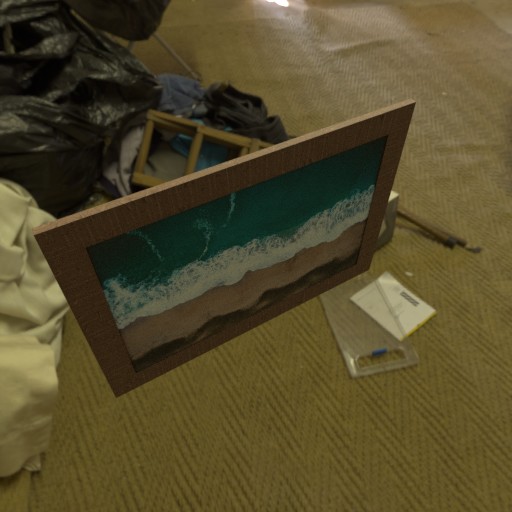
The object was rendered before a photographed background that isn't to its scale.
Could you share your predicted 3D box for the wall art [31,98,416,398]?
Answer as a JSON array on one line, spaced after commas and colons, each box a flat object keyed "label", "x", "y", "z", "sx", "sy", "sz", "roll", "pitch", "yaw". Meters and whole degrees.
[{"label": "wall art", "x": 0.000, "y": 0.000, "z": 1.167, "sx": 0.917, "sy": 0.626, "sz": 0.019, "roll": -24, "pitch": 51, "yaw": -21}]
